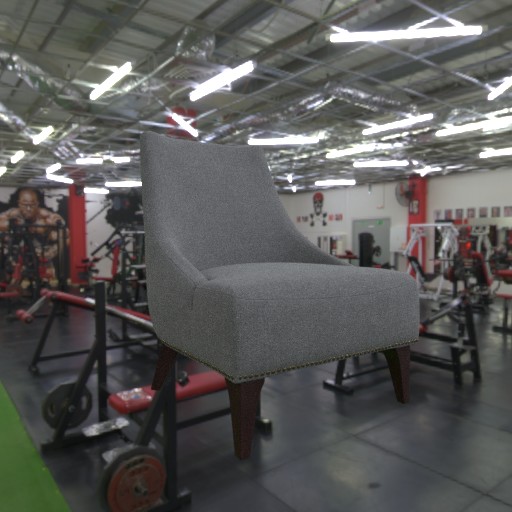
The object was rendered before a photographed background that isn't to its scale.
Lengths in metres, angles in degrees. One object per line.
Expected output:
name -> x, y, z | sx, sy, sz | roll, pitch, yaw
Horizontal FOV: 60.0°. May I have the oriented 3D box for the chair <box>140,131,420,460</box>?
chair -> 0.000, 0.000, 1.517 | 0.701, 0.909, 0.861 | -2, 4, -35
